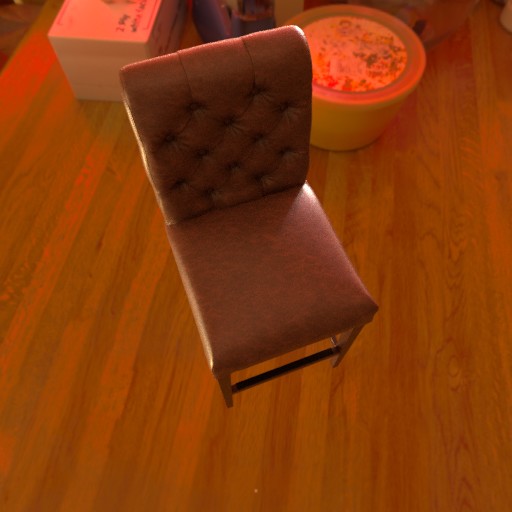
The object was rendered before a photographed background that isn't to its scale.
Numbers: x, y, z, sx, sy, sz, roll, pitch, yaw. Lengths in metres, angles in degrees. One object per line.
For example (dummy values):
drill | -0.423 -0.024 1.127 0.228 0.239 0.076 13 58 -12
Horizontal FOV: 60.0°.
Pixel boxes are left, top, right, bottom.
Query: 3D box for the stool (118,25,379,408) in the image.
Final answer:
stool | 0.000 0.000 1.392 0.486 1.084 0.660 -18 64 -9
